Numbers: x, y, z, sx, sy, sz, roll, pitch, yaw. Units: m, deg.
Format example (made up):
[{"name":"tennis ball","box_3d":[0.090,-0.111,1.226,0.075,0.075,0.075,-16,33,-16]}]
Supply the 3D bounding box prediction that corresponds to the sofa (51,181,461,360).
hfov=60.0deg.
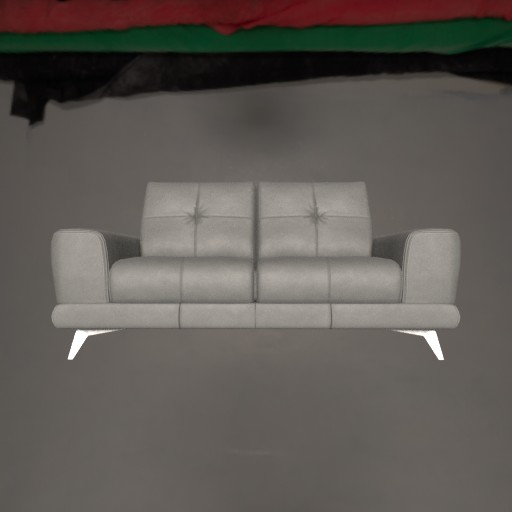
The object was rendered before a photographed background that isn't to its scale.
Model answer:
[{"name":"sofa","box_3d":[0.000,0.000,2.386,1.806,0.907,1.018,0,0,0]}]
